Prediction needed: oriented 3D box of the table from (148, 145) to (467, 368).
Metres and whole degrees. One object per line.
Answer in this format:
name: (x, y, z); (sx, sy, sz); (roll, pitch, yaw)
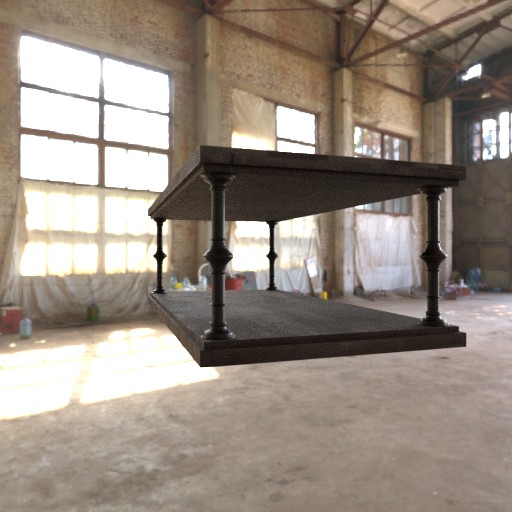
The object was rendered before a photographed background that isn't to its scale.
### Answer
table: (0.000, 0.000, 1.342); (0.554, 0.373, 1.088); (0, 0, -18)
